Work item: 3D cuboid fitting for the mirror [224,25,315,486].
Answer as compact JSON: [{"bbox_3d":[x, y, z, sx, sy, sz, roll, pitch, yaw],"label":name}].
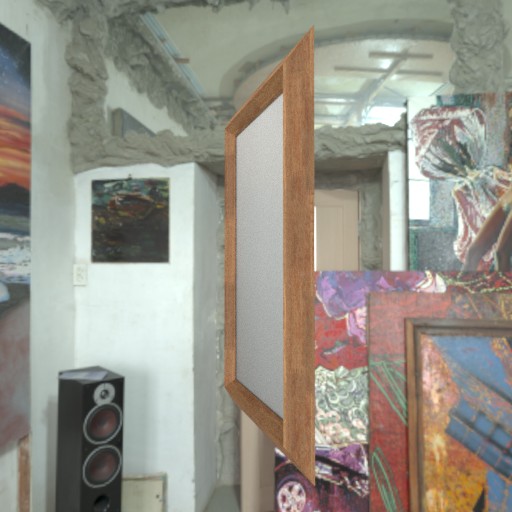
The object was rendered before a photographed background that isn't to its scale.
[{"bbox_3d":[0.000,0.000,1.269,0.047,1.010,0.651,0,-1,-19],"label":"mirror"}]
